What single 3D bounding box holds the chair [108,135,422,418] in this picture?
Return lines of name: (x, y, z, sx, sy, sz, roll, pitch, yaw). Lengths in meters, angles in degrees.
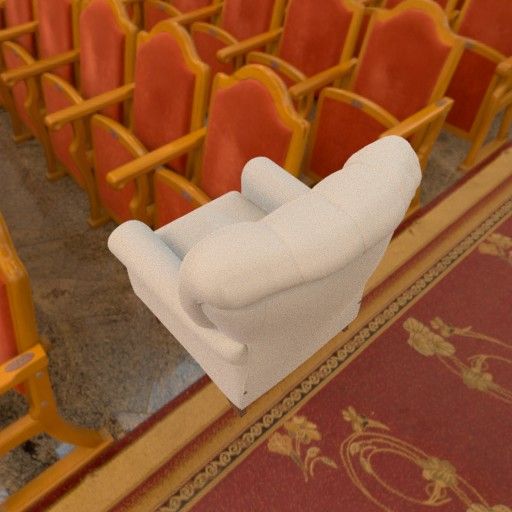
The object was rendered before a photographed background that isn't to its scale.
chair: (0.000, 0.000, 2.082, 1.090, 1.217, 1.128, -32, 55, -27)
